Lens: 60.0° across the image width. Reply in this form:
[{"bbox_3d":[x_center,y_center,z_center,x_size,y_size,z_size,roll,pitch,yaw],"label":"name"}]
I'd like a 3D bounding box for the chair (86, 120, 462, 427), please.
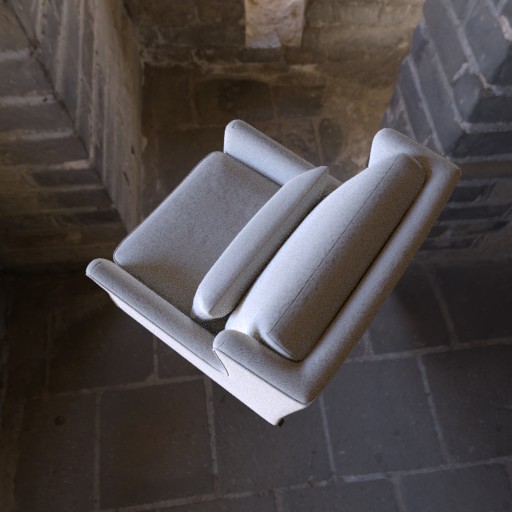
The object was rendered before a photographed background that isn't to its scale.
[{"bbox_3d":[0.000,0.000,1.856,1.040,1.056,0.982,33,68,15],"label":"chair"}]
